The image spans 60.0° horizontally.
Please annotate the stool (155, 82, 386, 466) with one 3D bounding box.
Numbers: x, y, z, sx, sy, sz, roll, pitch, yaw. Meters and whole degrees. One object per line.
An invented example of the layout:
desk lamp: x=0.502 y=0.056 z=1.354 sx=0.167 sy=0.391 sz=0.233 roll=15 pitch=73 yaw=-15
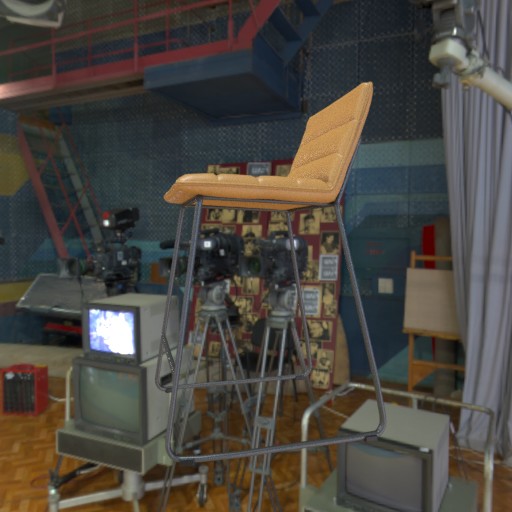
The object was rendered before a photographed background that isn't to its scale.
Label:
stool: x=0.000 y=0.000 z=1.204 sx=0.524 sy=0.866 sz=0.489 roll=-1 pitch=3 yaw=-16
